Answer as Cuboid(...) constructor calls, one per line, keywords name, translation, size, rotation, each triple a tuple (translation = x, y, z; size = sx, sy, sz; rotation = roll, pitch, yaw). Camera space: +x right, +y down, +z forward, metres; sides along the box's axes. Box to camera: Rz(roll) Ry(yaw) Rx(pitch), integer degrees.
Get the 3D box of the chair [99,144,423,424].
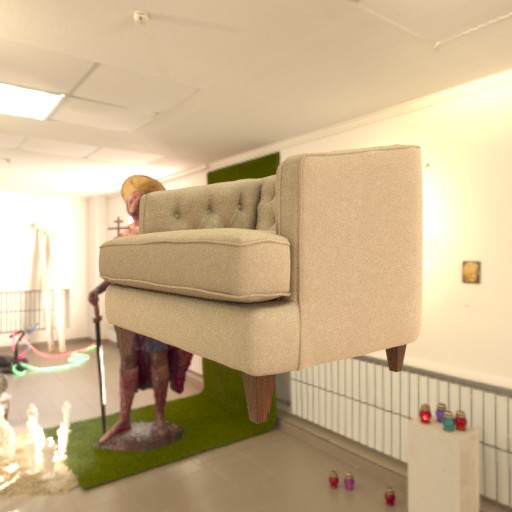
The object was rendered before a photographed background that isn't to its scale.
Cuboid(name="chair", translation=(0.000, 0.000, 1.748), size=(0.941, 0.852, 1.104), rotation=(0, 0, -37))
